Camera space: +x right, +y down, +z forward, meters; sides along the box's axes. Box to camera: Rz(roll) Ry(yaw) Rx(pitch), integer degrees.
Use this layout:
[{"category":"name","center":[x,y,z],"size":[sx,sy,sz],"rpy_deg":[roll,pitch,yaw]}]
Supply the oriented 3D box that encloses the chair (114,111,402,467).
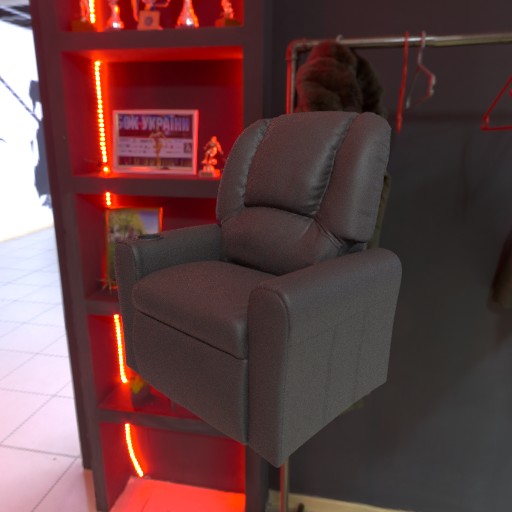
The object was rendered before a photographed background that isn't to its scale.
[{"category":"chair","center":[0.000,0.000,1.121],"size":[0.610,0.709,0.521],"rpy_deg":[14,21,42]}]
